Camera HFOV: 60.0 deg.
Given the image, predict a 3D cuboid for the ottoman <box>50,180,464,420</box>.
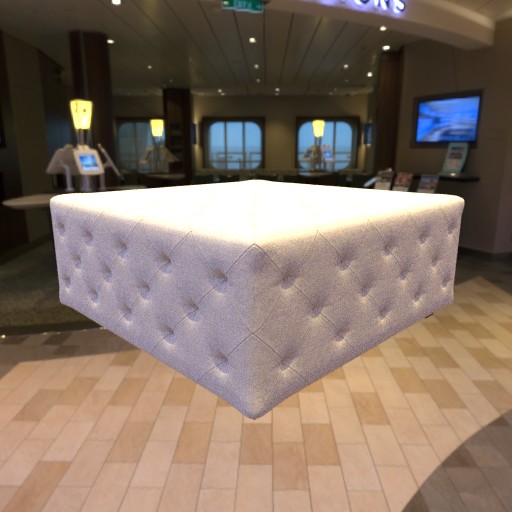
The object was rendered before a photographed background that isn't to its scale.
[{"bbox_3d":[0.000,0.000,1.575,1.028,0.439,1.028,-13,19,-43],"label":"ottoman"}]
